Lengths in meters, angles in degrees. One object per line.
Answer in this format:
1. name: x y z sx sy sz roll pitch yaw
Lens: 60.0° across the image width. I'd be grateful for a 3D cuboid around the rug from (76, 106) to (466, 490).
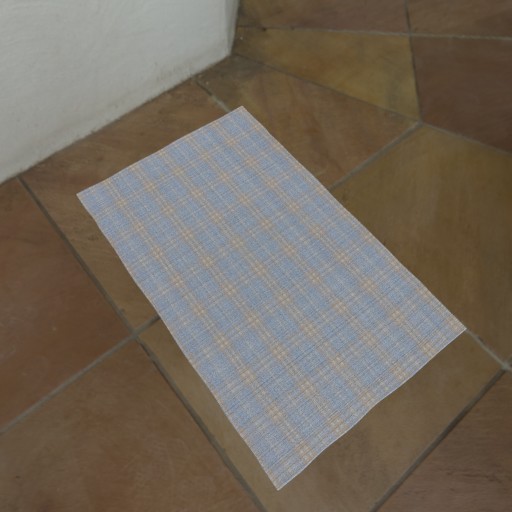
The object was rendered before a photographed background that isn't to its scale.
1. rug: 0.000 0.000 3.081 1.545 0.016 2.460 -33 67 -16
